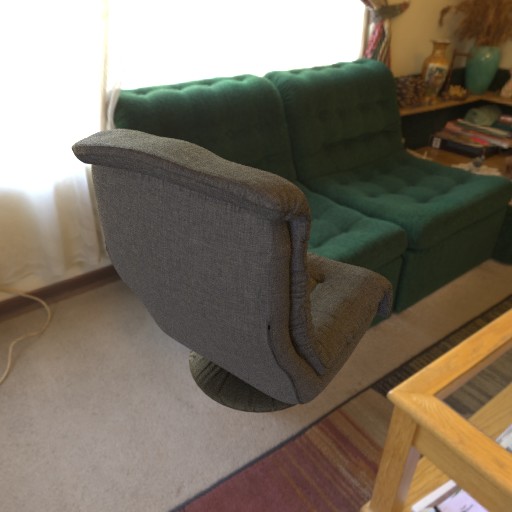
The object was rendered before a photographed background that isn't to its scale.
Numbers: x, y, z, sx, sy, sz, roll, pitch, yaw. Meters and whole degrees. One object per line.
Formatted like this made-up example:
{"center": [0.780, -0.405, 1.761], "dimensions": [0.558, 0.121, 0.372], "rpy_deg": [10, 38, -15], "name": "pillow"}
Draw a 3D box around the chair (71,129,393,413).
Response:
{"center": [0.000, 0.000, 1.201], "dimensions": [0.597, 0.749, 0.668], "rpy_deg": [22, 37, 31], "name": "chair"}
